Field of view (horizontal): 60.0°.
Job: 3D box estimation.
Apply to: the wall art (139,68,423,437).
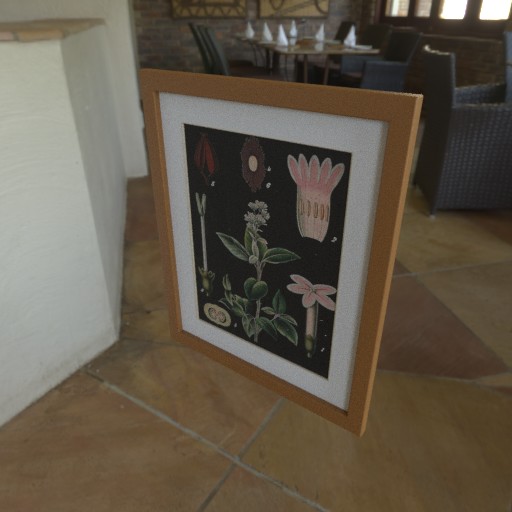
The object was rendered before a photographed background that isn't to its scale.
[{"bbox_3d":[0.000,0.000,0.738,0.449,0.550,0.021,19,34,31],"label":"wall art"}]
